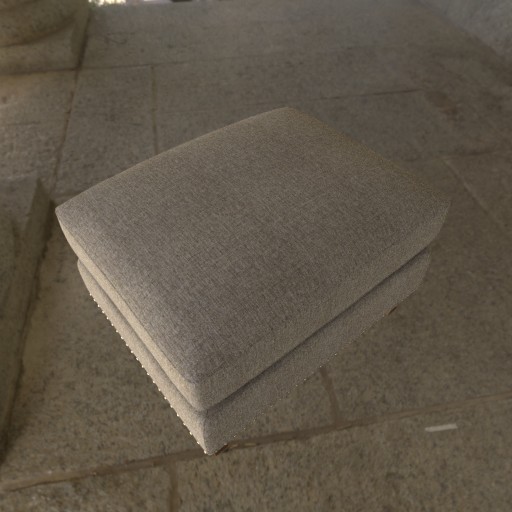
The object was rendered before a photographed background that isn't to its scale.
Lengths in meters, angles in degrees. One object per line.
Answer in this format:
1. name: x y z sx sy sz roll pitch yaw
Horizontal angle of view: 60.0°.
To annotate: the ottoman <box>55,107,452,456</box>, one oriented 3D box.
1. ottoman: 0.000 0.000 1.143 0.741 0.513 0.584 -31 54 -26
